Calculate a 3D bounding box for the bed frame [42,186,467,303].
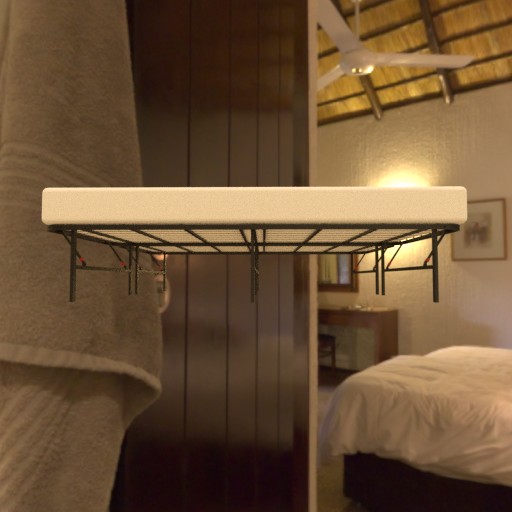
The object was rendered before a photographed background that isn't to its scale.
[{"bbox_3d":[0.000,0.000,3.000,1.935,0.525,2.033,0,-3,1],"label":"bed frame"}]
